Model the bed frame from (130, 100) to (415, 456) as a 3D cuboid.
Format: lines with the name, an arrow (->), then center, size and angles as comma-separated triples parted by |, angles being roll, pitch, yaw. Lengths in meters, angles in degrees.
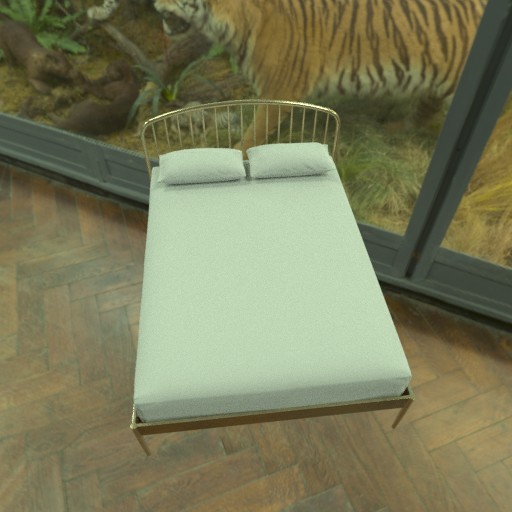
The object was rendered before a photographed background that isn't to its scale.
bed frame -> 0.000, 0.000, 3.092 | 1.612, 1.175, 2.152 | -5, 48, -4
